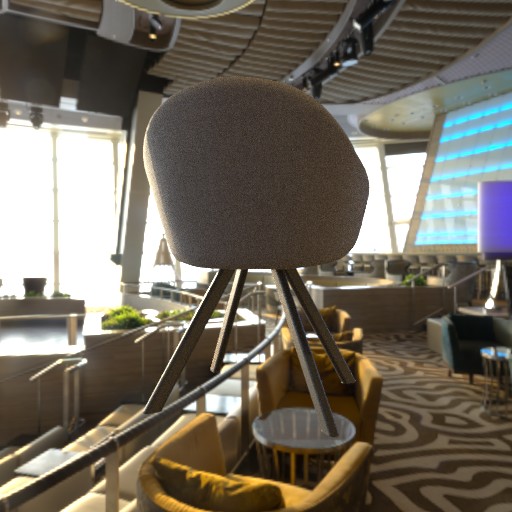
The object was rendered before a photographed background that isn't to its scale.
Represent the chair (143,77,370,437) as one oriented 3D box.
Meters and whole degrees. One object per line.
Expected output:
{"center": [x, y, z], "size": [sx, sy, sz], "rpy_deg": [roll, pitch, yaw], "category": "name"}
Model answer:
{"center": [0.000, 0.000, 1.217], "size": [0.590, 0.795, 0.550], "rpy_deg": [0, 0, 17], "category": "chair"}
